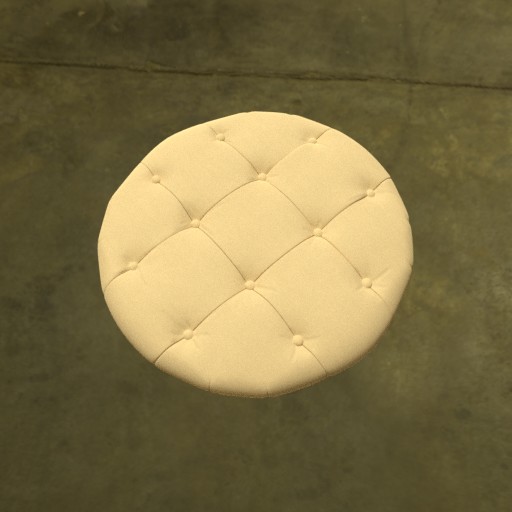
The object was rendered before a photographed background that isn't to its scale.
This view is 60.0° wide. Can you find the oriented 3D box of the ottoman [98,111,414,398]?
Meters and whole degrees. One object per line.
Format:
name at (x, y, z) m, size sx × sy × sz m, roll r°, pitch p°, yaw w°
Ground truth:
ottoman at (0.000, 0.000, 1.405) m, size 0.901 × 0.439 × 0.901 m, roll 0°, pitch 65°, yaw 0°
